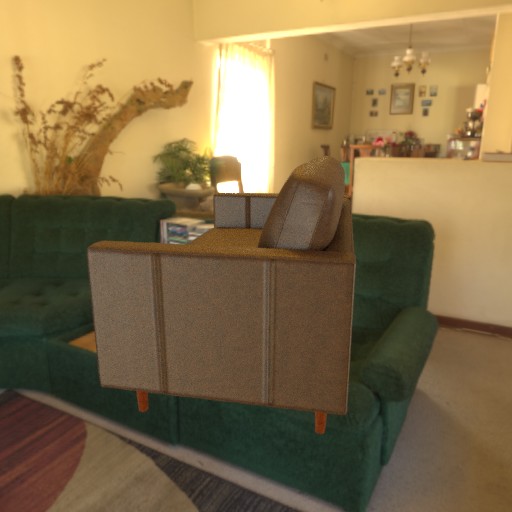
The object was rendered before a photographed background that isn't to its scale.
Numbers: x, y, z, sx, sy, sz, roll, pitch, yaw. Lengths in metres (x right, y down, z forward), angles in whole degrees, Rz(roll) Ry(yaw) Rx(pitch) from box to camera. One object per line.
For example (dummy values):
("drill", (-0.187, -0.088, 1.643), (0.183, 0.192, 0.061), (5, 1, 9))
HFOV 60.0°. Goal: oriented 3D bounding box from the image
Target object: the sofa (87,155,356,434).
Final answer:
("sofa", (0.000, 0.000, 2.177), (0.909, 0.951, 1.578), (3, 15, 11))
